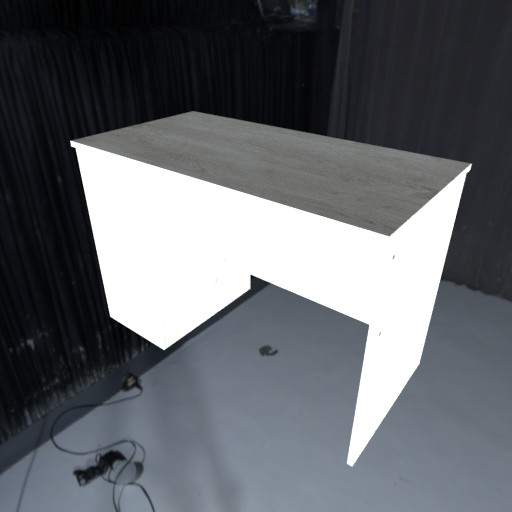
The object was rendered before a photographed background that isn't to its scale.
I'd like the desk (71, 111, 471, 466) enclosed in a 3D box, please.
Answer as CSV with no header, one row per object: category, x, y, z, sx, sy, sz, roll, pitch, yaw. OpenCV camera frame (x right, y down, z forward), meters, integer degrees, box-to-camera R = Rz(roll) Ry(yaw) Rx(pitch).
desk,0.000,0.000,1.522,1.096,0.730,0.560,21,36,32
